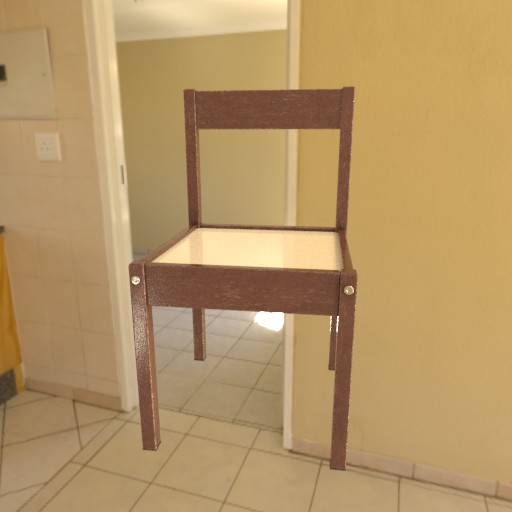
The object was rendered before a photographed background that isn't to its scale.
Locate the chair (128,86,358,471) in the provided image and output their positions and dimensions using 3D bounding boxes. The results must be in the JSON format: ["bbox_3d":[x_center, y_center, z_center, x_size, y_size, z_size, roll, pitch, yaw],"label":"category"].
[{"bbox_3d":[0.000,0.000,0.676,0.285,0.505,0.285,2,15,8],"label":"chair"}]
